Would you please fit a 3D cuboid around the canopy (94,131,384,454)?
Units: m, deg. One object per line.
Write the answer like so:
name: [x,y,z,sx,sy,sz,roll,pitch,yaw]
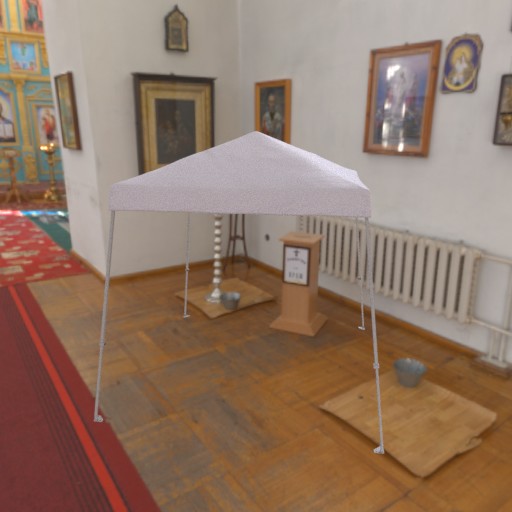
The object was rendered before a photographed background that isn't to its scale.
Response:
canopy: [0.000,0.000,5.254,2.849,2.850,2.850,2,15,9]
